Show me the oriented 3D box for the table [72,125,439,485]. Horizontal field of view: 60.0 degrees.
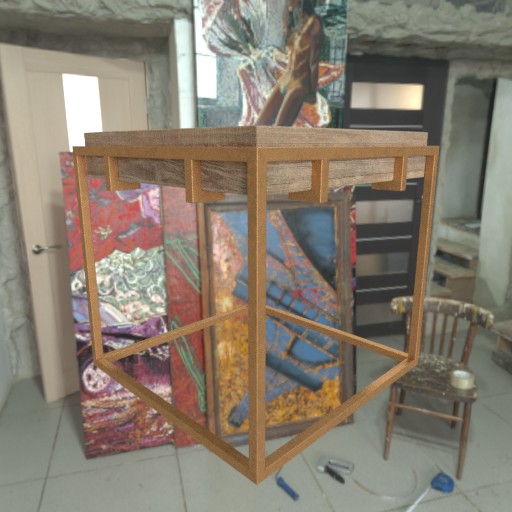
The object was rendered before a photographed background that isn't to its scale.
[{"bbox_3d":[0.000,0.000,1.086,0.599,0.584,0.599,14,20,43],"label":"table"}]
